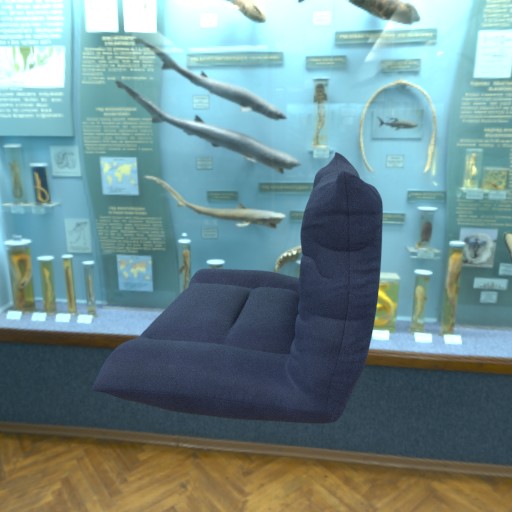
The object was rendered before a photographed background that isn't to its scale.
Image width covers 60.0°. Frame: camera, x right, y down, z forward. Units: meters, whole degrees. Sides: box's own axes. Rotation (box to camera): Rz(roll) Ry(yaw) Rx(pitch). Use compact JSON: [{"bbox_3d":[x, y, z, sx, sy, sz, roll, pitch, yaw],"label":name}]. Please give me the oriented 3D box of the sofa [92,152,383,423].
[{"bbox_3d":[0.000,0.000,1.736,0.849,0.778,1.122,2,14,9],"label":"sofa"}]
